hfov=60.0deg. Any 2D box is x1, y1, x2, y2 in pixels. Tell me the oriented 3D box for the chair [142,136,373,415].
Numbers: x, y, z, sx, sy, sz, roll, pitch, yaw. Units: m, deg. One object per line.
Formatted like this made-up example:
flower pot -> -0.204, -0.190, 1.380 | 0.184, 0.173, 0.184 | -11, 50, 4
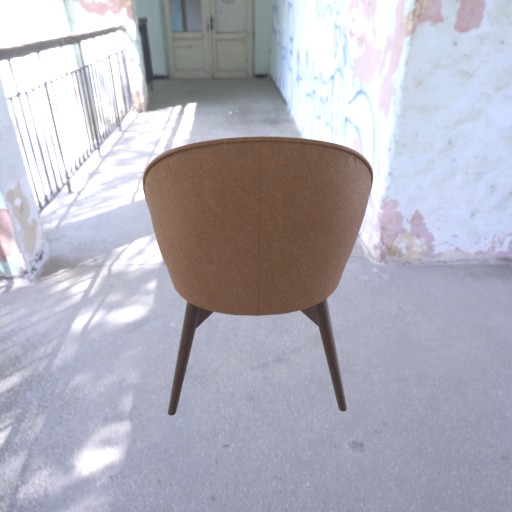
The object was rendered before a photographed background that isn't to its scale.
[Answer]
chair -> 0.000, 0.000, 1.230 | 0.521, 0.831, 0.631 | -1, 30, -1
